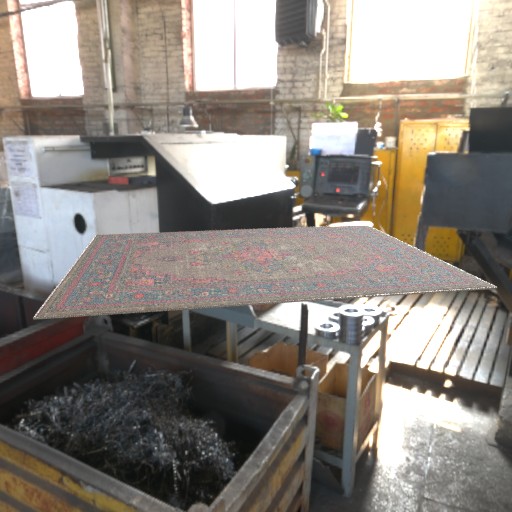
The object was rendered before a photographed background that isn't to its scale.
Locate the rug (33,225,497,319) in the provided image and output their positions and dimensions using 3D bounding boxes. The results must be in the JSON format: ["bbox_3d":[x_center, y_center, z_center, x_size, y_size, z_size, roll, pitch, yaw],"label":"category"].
[{"bbox_3d":[0.000,0.000,2.827,2.214,0.013,1.609,-3,16,-10],"label":"rug"}]
